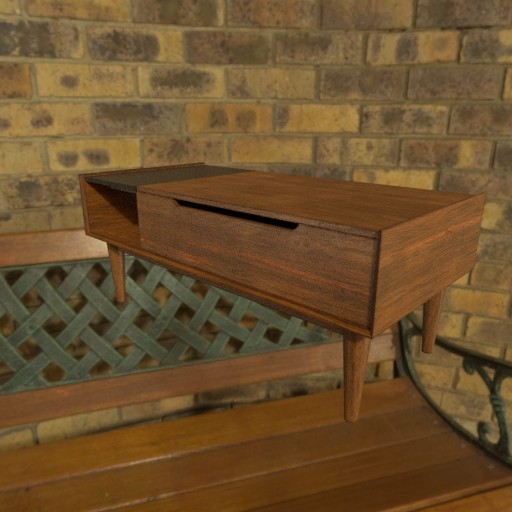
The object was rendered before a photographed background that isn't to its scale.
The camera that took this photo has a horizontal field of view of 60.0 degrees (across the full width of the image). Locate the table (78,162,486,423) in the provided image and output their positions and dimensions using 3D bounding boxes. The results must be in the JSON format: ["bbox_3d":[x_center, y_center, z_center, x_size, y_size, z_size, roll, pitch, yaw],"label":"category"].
[{"bbox_3d":[0.000,0.000,1.521,1.221,0.508,0.610,16,23,41],"label":"table"}]
